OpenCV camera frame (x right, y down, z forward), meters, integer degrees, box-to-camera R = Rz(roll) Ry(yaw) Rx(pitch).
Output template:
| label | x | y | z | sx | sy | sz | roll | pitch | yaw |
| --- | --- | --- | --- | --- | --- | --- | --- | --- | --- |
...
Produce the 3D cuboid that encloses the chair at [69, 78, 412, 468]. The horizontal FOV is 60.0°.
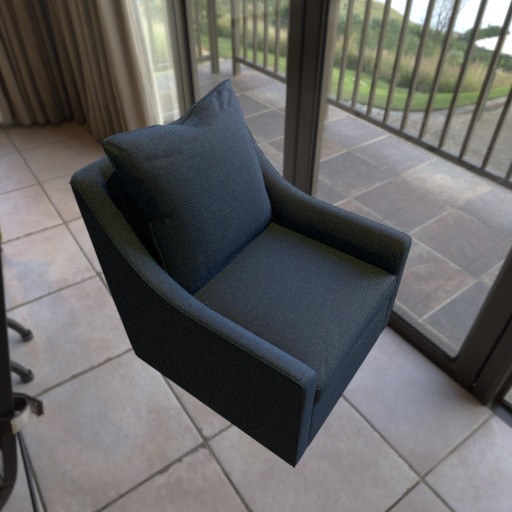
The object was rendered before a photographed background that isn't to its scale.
| label | x | y | z | sx | sy | sz | roll | pitch | yaw |
| --- | --- | --- | --- | --- | --- | --- | --- | --- | --- |
| chair | 0.000 | 0.000 | 1.572 | 0.870 | 0.939 | 0.750 | 26 | 48 | 26 |
